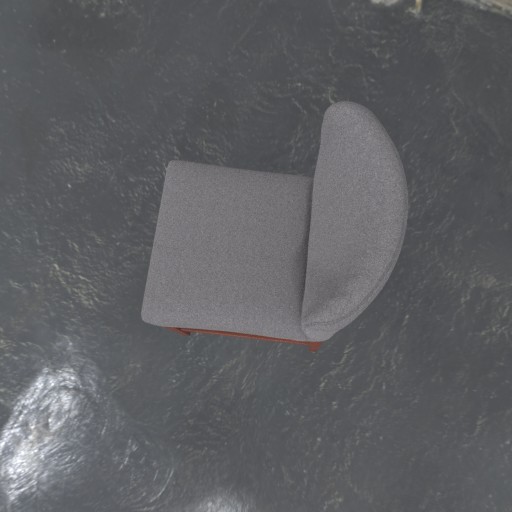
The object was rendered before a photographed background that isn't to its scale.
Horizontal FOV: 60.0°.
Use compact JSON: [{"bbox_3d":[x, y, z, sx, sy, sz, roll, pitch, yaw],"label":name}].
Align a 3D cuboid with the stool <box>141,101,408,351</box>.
[{"bbox_3d":[0.000,0.000,1.284,0.568,0.968,0.481,6,75,2],"label":"stool"}]
